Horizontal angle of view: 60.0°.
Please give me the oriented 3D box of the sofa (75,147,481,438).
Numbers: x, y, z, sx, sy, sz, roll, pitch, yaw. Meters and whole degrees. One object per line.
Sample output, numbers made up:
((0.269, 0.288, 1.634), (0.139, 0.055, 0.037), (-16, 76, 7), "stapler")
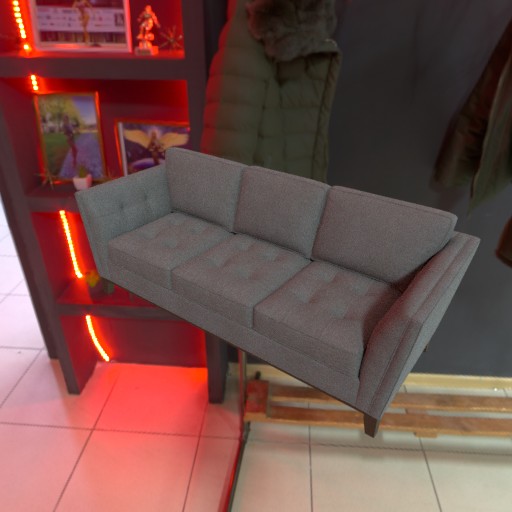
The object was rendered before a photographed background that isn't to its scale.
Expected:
((0.000, 0.000, 2.877), (2.387, 0.940, 0.965), (20, 35, 31), "sofa")
